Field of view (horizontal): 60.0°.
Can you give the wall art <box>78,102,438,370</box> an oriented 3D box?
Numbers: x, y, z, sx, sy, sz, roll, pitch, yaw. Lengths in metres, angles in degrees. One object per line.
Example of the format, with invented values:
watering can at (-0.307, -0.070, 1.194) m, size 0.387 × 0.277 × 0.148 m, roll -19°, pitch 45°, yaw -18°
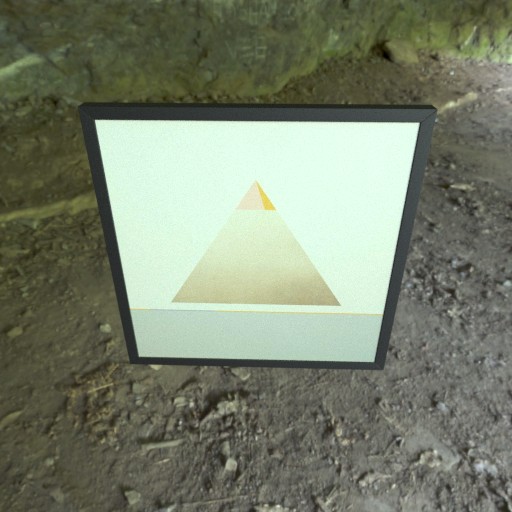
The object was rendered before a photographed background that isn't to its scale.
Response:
wall art at (0.000, 0.000, 0.775) m, size 0.513 × 0.511 × 0.028 m, roll 1°, pitch 31°, yaw 2°
